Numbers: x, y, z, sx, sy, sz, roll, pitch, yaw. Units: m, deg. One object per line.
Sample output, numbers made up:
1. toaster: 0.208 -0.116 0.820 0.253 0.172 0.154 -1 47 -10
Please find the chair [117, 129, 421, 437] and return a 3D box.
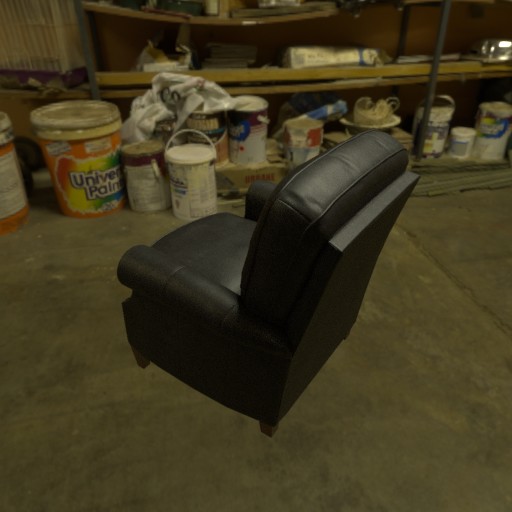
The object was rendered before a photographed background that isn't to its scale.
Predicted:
1. chair: 0.000 0.000 1.773 0.986 1.018 0.936 19 36 29
